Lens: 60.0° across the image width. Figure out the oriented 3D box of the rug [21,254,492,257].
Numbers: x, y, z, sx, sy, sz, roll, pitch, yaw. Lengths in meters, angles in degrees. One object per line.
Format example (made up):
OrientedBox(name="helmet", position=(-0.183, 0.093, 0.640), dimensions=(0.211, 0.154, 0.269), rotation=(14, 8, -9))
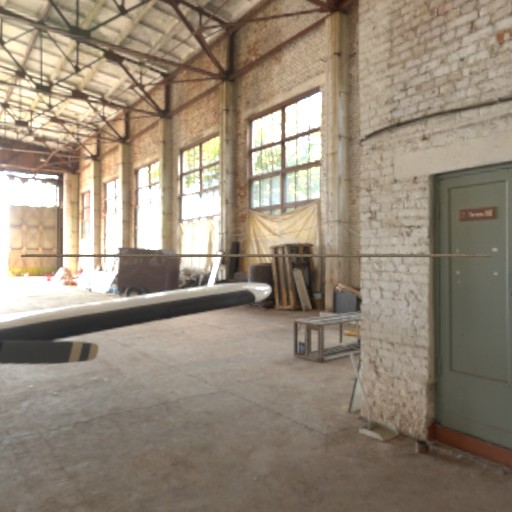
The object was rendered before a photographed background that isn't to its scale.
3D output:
OrientedBox(name="rug", position=(0.000, 0.000, 1.445), dimensions=(1.220, 0.007, 0.605), rotation=(0, 0, 1))
